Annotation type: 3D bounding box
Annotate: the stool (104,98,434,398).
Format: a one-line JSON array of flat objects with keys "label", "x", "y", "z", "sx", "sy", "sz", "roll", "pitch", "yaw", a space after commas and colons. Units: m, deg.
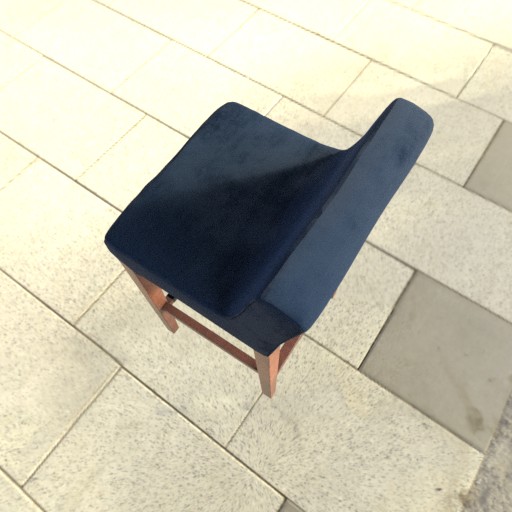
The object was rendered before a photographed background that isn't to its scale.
[{"label": "stool", "x": 0.000, "y": 0.000, "z": 1.217, "sx": 0.516, "sy": 0.945, "sz": 0.511, "roll": 30, "pitch": 68, "yaw": 14}]
